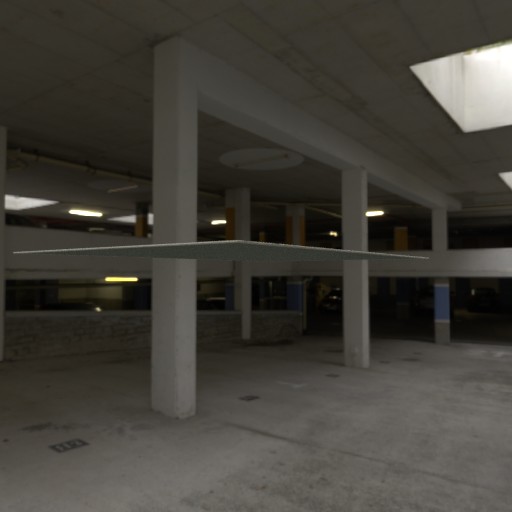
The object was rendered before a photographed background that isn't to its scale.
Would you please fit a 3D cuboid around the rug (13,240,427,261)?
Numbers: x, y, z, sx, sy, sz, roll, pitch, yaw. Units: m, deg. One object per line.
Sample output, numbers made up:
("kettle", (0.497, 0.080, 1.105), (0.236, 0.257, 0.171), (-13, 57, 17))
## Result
("rug", (0.000, 0.000, 2.819), (1.523, 0.006, 2.289), (-1, -3, 36))
